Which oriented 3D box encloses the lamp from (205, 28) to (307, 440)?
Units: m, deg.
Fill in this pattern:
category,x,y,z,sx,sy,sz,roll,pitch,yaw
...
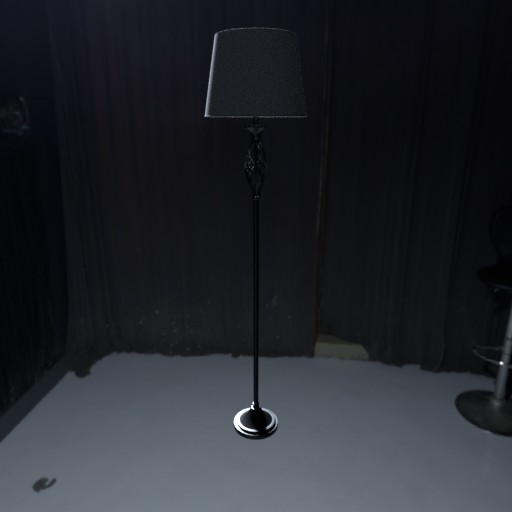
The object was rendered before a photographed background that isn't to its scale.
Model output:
category,x,y,z,sx,sy,sz,roll,pitch,yaw
lamp,0.000,0.000,1.801,0.379,1.623,0.379,0,17,0
